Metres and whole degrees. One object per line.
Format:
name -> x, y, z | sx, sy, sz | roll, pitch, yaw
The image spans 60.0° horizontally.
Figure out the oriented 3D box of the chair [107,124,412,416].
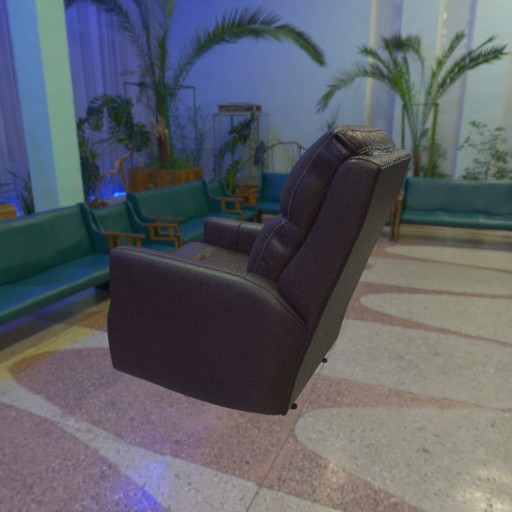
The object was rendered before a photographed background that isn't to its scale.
chair -> 0.000, 0.000, 1.825 | 1.080, 1.030, 0.829 | 7, 17, 25
